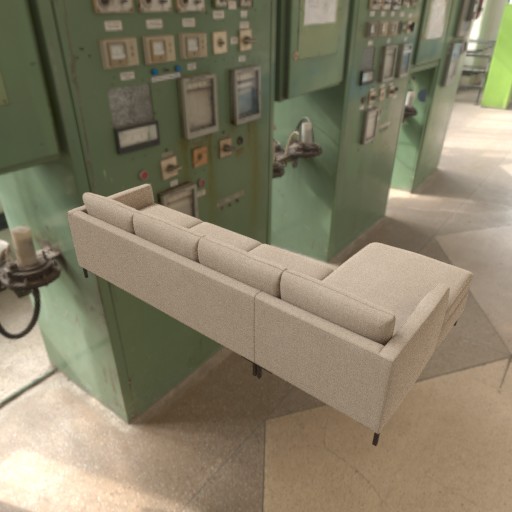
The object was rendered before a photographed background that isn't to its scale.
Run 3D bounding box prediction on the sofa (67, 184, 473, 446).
[{"bbox_3d":[0.000,0.000,3.515,2.923,0.816,1.469,21,36,33],"label":"sofa"}]
